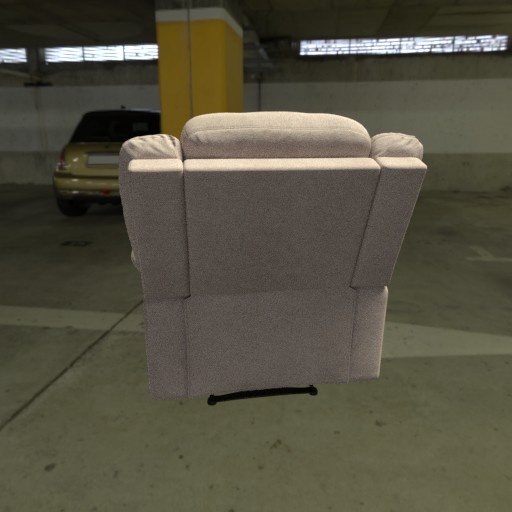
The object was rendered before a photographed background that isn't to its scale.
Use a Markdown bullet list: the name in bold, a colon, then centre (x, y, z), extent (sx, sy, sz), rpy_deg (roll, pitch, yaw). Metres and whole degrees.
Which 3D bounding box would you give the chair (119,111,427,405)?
- **chair**: centre (0.000, 0.000, 1.678), extent (0.899, 1.008, 0.944), rpy_deg (-3, 15, -9)
